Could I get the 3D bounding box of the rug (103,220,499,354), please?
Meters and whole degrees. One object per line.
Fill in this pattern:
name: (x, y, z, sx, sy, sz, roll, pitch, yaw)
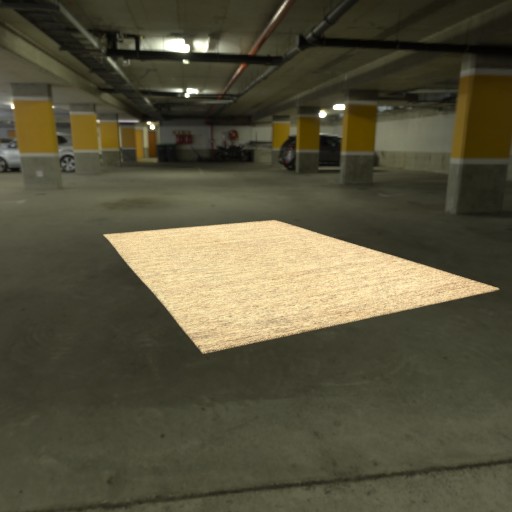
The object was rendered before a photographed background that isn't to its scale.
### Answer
rug: (0.000, 0.000, 2.832, 1.547, 0.013, 2.283, -7, 16, -26)
